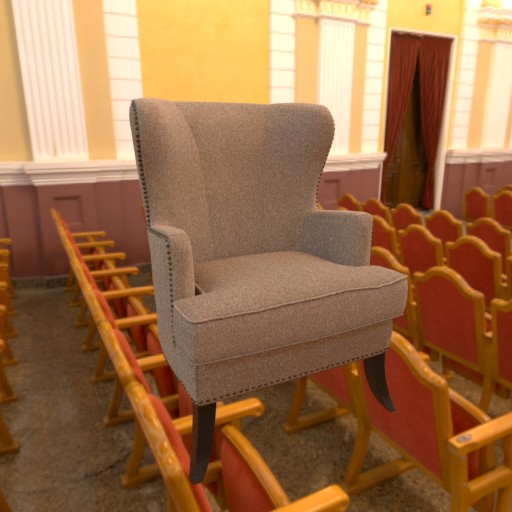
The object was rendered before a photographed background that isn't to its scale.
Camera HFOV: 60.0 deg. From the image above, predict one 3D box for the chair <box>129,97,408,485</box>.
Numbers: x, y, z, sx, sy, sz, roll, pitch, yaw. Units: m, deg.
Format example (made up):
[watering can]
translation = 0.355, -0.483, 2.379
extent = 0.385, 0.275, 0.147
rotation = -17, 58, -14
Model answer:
[chair]
translation = 0.000, 0.000, 1.560
extent = 0.759, 1.060, 0.758
rotation = -8, 18, -26
